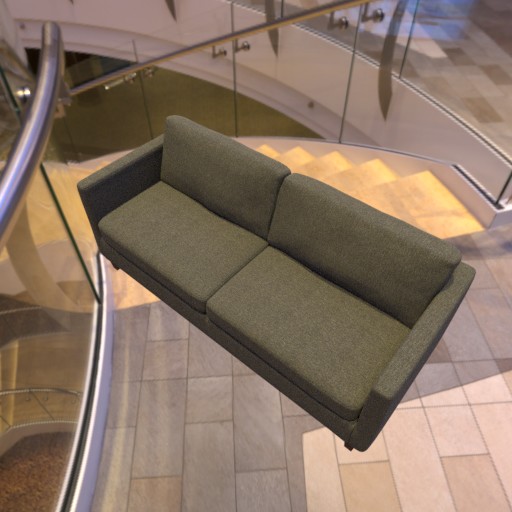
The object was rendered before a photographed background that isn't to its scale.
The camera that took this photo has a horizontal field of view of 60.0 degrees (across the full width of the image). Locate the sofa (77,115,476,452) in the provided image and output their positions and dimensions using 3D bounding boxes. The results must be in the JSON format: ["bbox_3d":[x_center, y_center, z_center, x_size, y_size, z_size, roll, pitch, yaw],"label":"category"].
[{"bbox_3d":[0.000,0.000,2.698,2.208,0.965,0.948,32,55,26],"label":"sofa"}]
